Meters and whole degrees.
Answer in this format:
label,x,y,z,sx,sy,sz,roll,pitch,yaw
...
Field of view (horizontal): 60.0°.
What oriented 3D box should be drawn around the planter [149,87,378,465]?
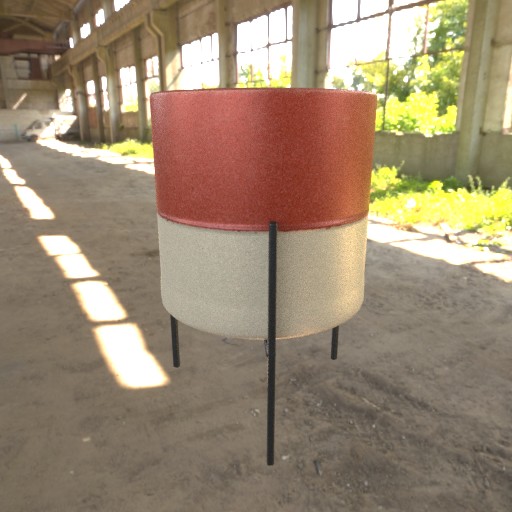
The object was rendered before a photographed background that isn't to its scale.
label,x,y,z,sx,sy,sz,roll,pitch,yaw
planter,0.000,0.000,0.518,0.251,0.354,0.235,8,19,24
